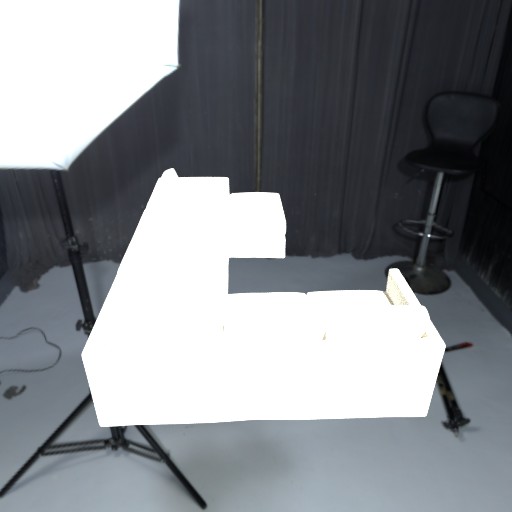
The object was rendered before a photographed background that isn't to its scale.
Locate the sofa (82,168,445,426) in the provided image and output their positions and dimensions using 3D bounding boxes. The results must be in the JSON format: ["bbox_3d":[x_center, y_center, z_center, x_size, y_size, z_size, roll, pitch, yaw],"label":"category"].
[{"bbox_3d":[0.000,0.000,4.542,2.427,0.882,3.460,-1,29,-2],"label":"sofa"}]
